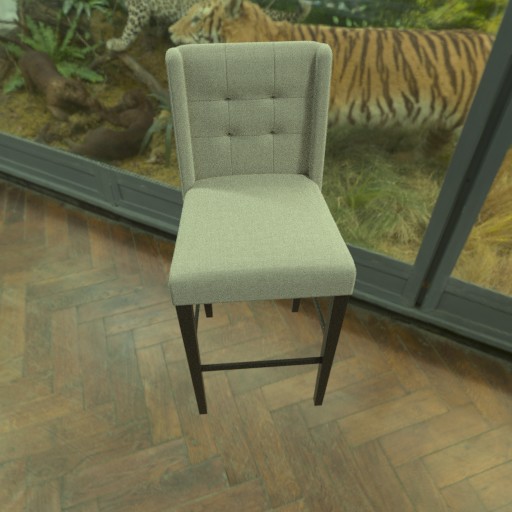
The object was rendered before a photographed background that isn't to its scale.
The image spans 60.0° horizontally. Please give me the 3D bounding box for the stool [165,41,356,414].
[{"bbox_3d":[0.000,0.000,1.395,0.474,1.116,0.509,-3,45,-3],"label":"stool"}]
